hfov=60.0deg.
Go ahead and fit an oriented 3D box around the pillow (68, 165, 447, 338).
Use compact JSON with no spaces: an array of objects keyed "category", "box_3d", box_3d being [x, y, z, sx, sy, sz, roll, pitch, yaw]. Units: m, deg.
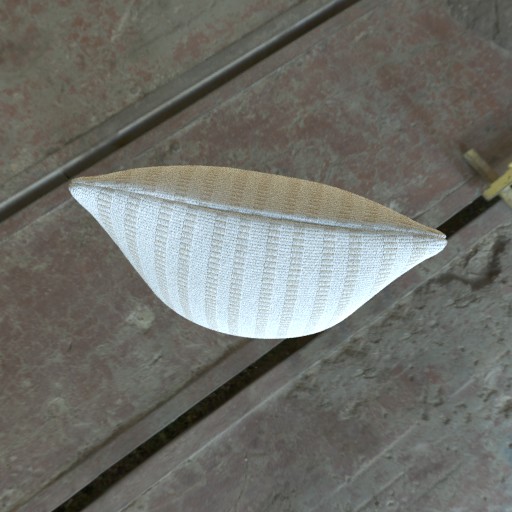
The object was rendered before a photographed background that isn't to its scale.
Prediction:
[{"category":"pillow","box_3d":[0.000,0.000,0.695,0.438,0.419,0.247,9,76,2]}]
